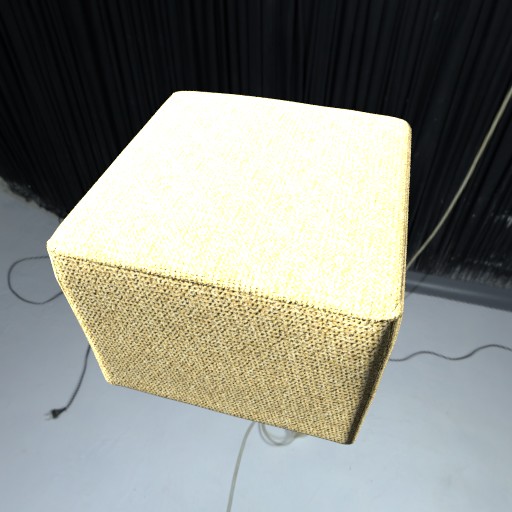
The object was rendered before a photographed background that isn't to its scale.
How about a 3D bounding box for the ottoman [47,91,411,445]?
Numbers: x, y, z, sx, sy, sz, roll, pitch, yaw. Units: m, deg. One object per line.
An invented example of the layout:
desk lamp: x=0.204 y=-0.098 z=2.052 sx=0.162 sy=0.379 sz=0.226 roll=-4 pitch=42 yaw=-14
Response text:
ottoman: x=0.000 y=0.000 z=0.878 sx=0.505 sy=0.441 sz=0.512 roll=11 pitch=47 yaw=10
